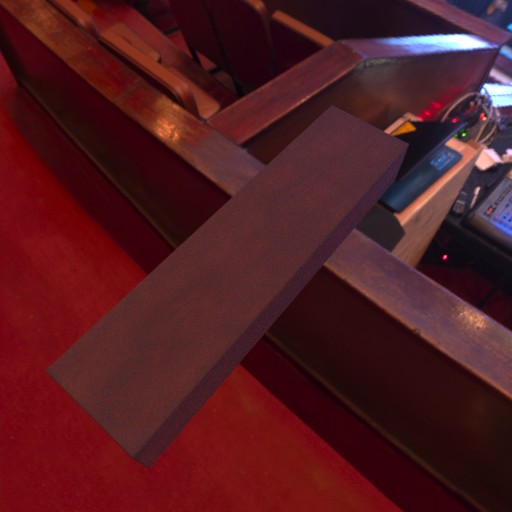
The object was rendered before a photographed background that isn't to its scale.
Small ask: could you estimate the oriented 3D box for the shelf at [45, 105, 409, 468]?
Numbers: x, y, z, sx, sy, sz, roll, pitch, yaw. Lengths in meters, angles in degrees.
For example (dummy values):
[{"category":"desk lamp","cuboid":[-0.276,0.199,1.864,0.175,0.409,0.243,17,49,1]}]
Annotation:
[{"category":"shelf","cuboid":[0.000,0.000,0.662,0.152,0.088,0.607,35,64,19]}]
